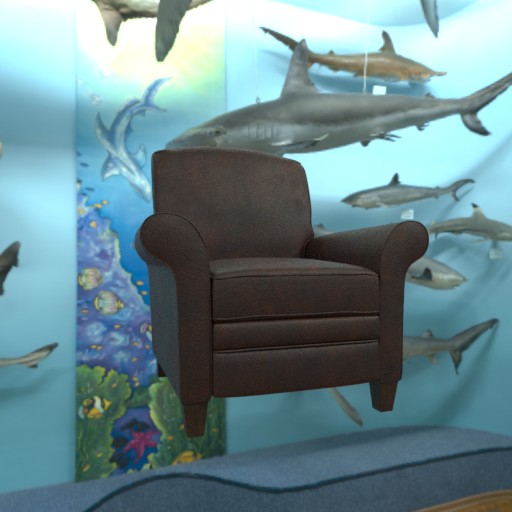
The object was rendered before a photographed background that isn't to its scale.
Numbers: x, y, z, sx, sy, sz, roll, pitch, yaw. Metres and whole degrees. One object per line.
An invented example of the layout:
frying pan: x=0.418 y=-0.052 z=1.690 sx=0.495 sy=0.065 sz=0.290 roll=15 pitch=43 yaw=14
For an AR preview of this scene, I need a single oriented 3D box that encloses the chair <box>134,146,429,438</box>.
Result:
chair: x=0.000 y=0.000 z=1.790 sx=0.978 sy=1.061 sz=0.902 roll=0 pitch=0 yaw=-19
